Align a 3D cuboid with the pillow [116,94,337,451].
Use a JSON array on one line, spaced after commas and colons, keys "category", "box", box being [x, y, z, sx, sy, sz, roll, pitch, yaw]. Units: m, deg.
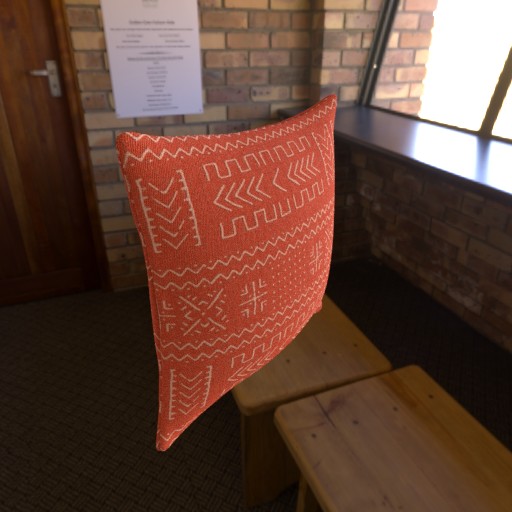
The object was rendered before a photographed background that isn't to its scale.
[{"category": "pillow", "box": [0.000, 0.000, 0.665, 0.164, 0.429, 0.438, 19, 32, 33]}]
